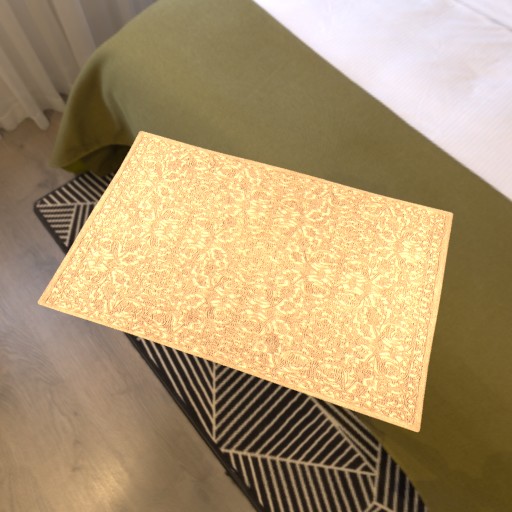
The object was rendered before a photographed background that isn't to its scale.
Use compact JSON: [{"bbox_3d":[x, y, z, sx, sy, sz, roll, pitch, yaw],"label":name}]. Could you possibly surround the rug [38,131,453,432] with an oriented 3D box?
[{"bbox_3d":[0.000,0.000,2.980,2.435,0.012,1.529,16,64,8],"label":"rug"}]
